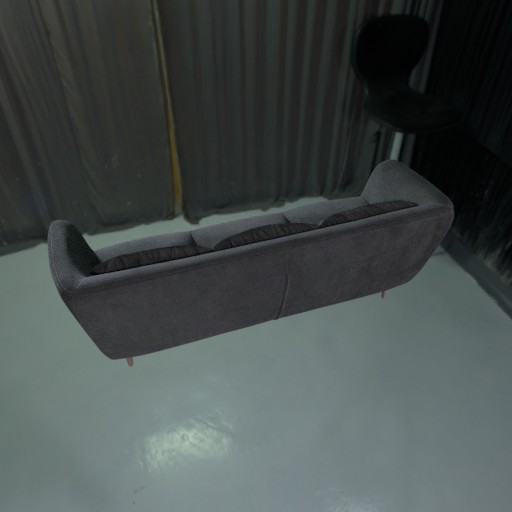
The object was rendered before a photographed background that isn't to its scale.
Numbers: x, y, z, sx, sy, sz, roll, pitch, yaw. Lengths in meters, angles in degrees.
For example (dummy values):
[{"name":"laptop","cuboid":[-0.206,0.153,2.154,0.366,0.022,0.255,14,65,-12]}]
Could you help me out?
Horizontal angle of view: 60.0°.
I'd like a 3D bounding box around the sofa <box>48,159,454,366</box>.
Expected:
[{"name":"sofa","cuboid":[0.000,0.000,2.778,2.296,0.875,0.956,-13,42,-14]}]
